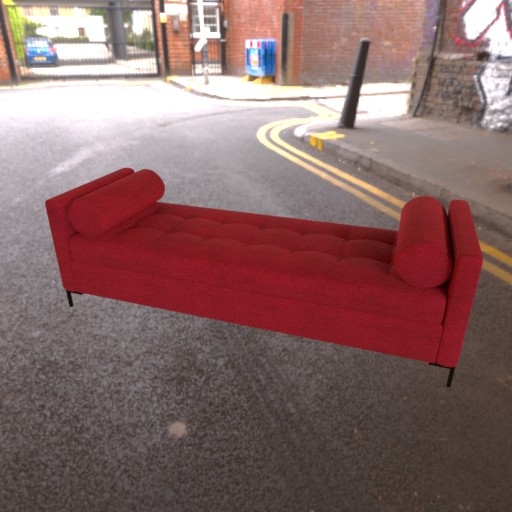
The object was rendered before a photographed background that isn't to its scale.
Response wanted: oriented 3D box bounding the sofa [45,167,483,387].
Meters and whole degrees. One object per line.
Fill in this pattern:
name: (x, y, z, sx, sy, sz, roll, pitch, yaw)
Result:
sofa: (0.000, 0.000, 2.309, 1.981, 0.635, 0.686, 9, 27, 17)
